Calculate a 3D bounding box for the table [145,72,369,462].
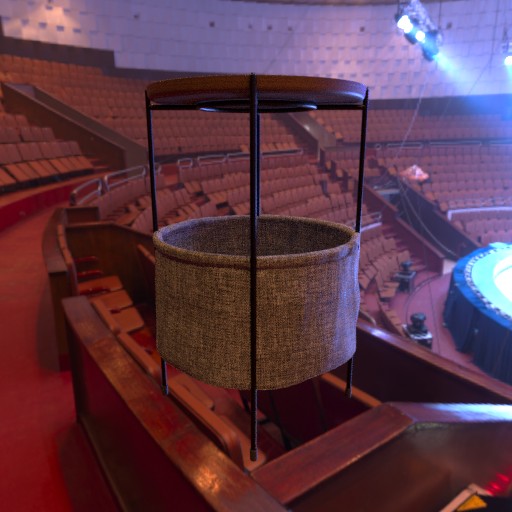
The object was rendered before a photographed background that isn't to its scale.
[{"bbox_3d":[0.000,0.000,0.878,0.400,0.623,0.400,-14,20,-42],"label":"table"}]
